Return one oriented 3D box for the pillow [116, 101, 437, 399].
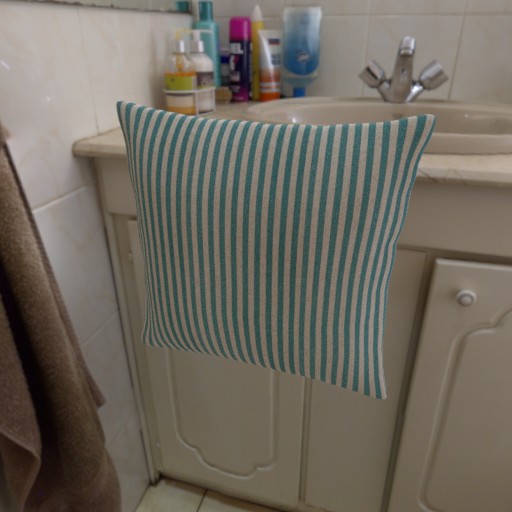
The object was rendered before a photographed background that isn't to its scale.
[{"bbox_3d":[0.000,0.000,0.794,0.523,0.510,0.166,8,27,17],"label":"pillow"}]
